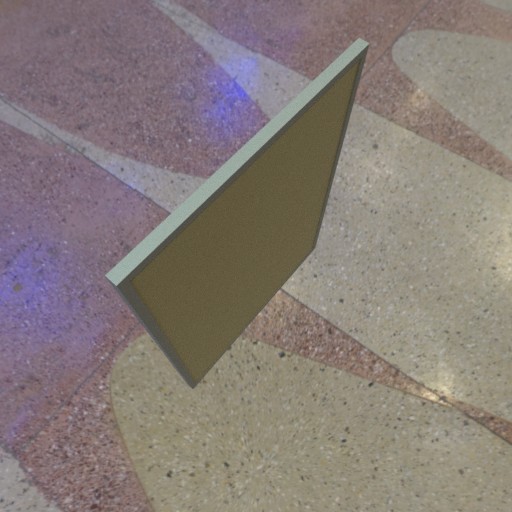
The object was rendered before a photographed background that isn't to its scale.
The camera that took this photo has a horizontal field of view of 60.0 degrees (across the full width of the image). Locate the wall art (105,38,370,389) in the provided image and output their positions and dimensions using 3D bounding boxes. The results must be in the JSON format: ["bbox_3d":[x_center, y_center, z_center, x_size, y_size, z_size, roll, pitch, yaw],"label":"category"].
[{"bbox_3d":[0.000,0.000,1.367,0.034,1.042,0.789,36,69,16],"label":"wall art"}]
